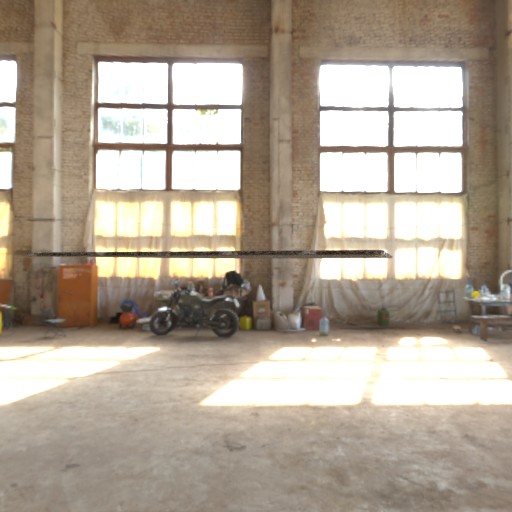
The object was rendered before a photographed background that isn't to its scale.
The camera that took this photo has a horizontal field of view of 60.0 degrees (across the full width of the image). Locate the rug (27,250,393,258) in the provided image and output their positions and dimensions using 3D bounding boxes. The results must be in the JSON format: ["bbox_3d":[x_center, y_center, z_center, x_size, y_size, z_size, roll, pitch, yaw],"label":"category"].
[{"bbox_3d":[0.000,0.000,4.199,2.438,0.029,3.047,0,-1,18],"label":"rug"}]
